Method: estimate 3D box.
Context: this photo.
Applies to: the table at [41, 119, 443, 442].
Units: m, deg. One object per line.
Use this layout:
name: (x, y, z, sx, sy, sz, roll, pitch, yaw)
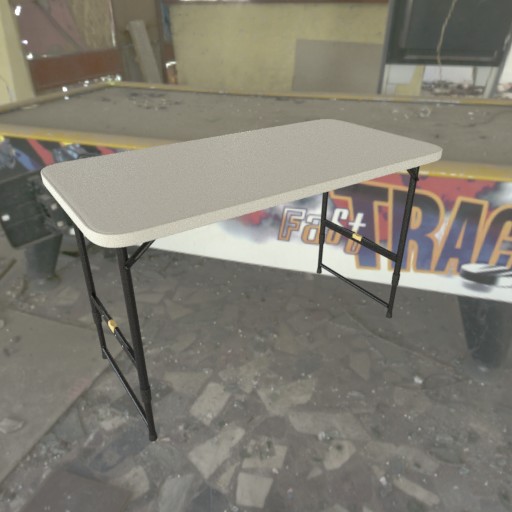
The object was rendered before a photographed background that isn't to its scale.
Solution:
table: (0.000, 0.000, 1.613, 1.219, 0.737, 0.610, -19, 34, -30)
